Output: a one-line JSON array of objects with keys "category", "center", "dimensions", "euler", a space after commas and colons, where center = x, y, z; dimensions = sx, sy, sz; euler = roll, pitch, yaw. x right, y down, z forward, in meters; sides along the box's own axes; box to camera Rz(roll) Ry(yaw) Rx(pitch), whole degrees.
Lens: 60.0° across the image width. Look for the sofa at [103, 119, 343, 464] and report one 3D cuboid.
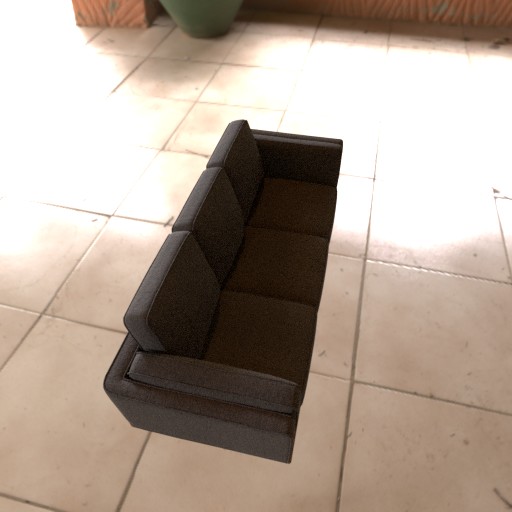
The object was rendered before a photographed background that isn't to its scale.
[{"category": "sofa", "center": [0.000, 0.000, 2.833], "dimensions": [0.903, 0.899, 2.362], "euler": [9, 46, 9]}]
